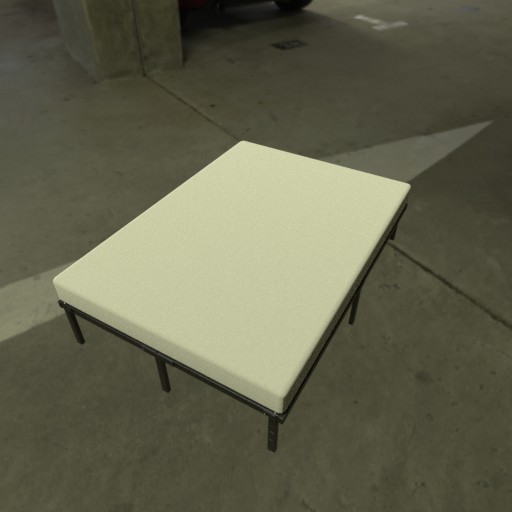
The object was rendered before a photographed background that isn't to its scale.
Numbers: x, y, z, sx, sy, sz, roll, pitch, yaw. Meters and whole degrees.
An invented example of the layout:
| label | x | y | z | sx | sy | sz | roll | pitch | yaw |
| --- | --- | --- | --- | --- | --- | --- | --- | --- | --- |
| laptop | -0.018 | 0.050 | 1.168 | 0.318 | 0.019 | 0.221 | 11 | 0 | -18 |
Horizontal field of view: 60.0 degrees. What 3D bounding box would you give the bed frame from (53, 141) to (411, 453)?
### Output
| label | x | y | z | sx | sy | sz | roll | pitch | yaw |
| --- | --- | --- | --- | --- | --- | --- | --- | --- | --- |
| bed frame | 0.000 | 0.000 | 3.876 | 2.205 | 0.680 | 2.842 | 26 | 47 | 28 |
